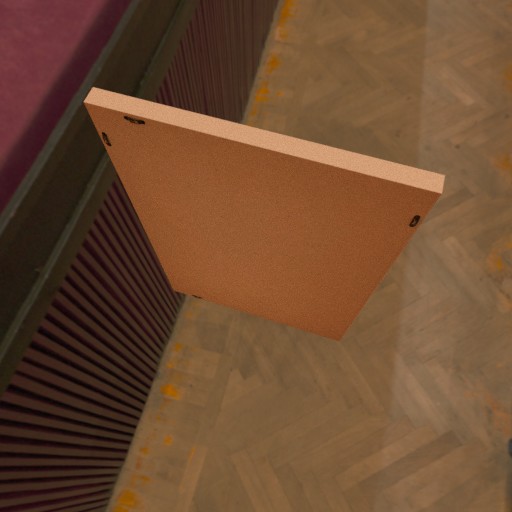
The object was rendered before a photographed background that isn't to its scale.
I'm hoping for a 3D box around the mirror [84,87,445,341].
[{"bbox_3d":[0.000,0.000,1.139,0.609,0.915,0.041,16,66,7],"label":"mirror"}]
